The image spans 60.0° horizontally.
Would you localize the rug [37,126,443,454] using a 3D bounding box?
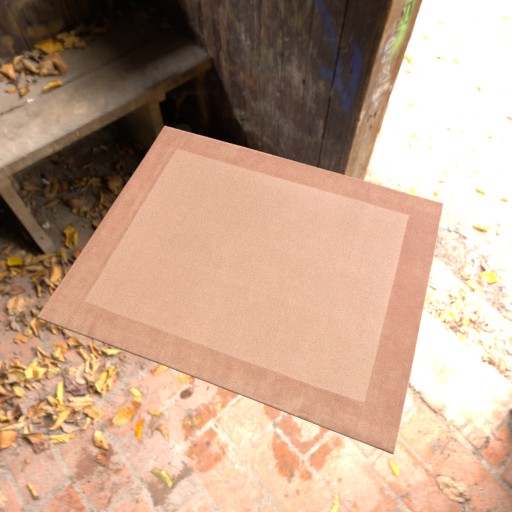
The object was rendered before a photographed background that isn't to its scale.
[{"bbox_3d":[0.000,0.000,4.057,3.057,0.021,2.431,18,61,10],"label":"rug"}]
